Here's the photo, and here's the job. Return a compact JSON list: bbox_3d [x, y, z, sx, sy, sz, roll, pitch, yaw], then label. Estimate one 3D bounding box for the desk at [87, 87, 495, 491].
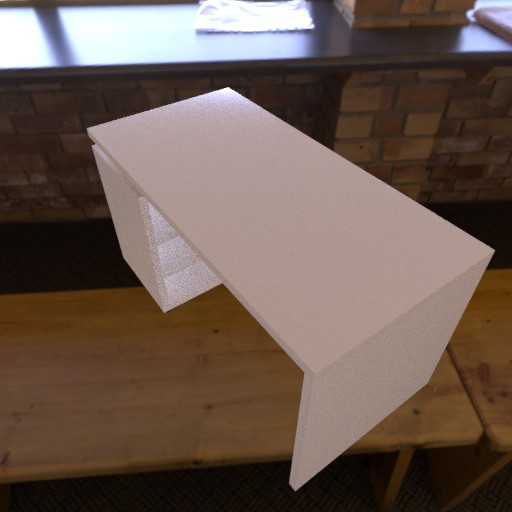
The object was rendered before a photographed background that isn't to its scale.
[{"bbox_3d":[0.000,0.000,1.798,0.690,0.740,1.400,-27,50,-25],"label":"desk"}]
